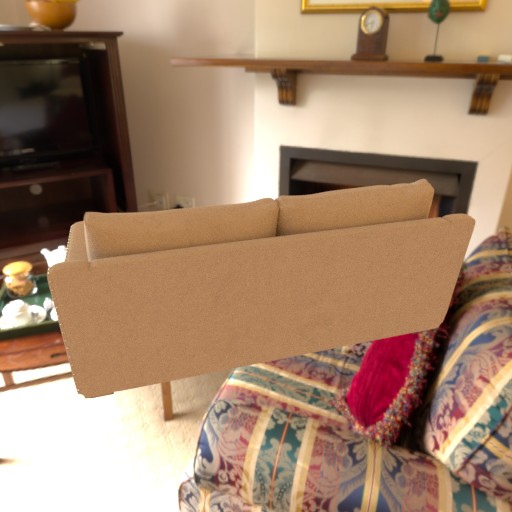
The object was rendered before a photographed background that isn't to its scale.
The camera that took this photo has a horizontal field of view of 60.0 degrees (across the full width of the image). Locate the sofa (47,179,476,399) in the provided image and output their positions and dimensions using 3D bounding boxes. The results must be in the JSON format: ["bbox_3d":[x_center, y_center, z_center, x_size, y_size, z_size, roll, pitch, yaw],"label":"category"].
[{"bbox_3d":[0.000,0.000,2.493,1.967,0.901,1.030,-8,27,-15],"label":"sofa"}]
